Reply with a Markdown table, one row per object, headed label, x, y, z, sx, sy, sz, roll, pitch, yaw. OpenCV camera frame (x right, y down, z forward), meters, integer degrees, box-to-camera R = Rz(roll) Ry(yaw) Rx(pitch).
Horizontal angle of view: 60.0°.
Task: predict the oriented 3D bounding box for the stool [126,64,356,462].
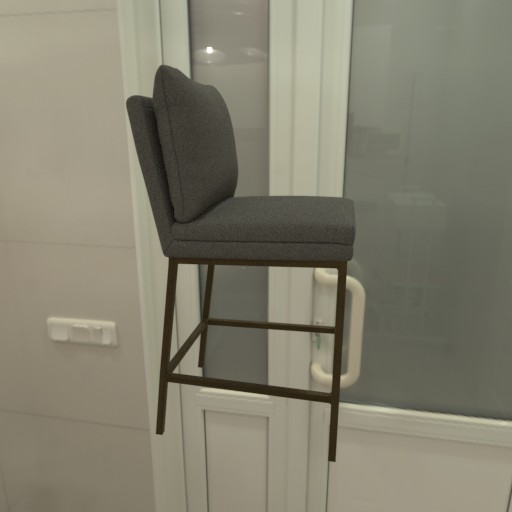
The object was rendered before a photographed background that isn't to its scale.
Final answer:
| label | x | y | z | sx | sy | sz | roll | pitch | yaw |
| --- | --- | --- | --- | --- | --- | --- | --- | --- | --- |
| stool | 0.000 | 0.000 | 1.342 | 0.569 | 1.030 | 0.463 | 3 | 16 | 11 |
